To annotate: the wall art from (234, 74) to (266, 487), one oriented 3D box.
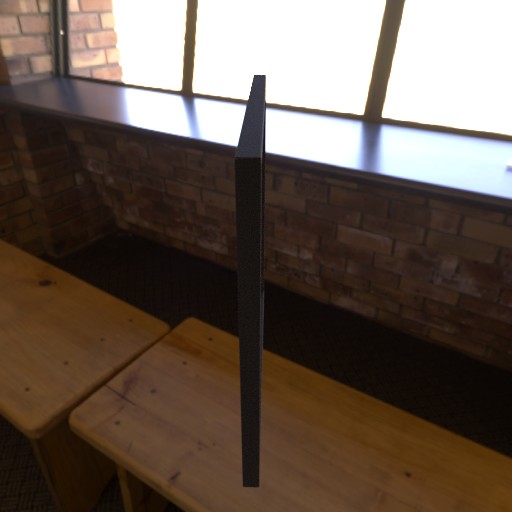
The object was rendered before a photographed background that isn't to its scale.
[{"bbox_3d":[0.000,0.000,0.452,0.015,0.303,0.304,1,30,1],"label":"wall art"}]
